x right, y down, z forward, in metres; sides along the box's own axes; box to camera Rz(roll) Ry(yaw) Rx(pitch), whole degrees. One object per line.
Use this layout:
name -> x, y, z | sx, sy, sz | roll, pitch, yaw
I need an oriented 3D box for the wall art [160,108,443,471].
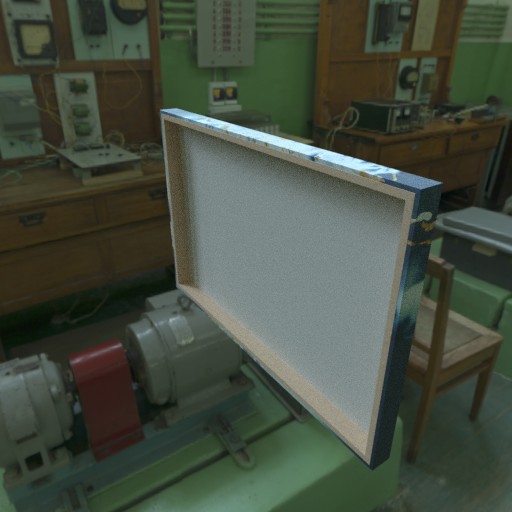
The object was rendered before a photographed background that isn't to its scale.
wall art -> 0.000, 0.000, 0.752 | 0.036, 0.405, 0.607 | -18, 32, -31
